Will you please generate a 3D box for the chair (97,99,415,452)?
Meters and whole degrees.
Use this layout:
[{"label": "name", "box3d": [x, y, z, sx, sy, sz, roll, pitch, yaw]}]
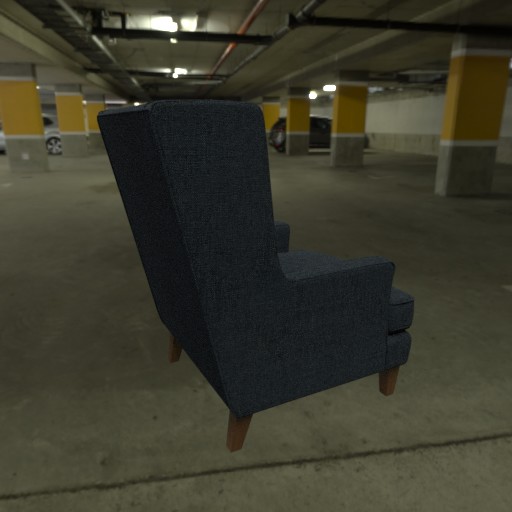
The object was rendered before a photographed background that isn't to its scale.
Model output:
[{"label": "chair", "box3d": [0.000, 0.000, 1.684, 0.947, 1.072, 0.764, -8, 18, -27]}]
